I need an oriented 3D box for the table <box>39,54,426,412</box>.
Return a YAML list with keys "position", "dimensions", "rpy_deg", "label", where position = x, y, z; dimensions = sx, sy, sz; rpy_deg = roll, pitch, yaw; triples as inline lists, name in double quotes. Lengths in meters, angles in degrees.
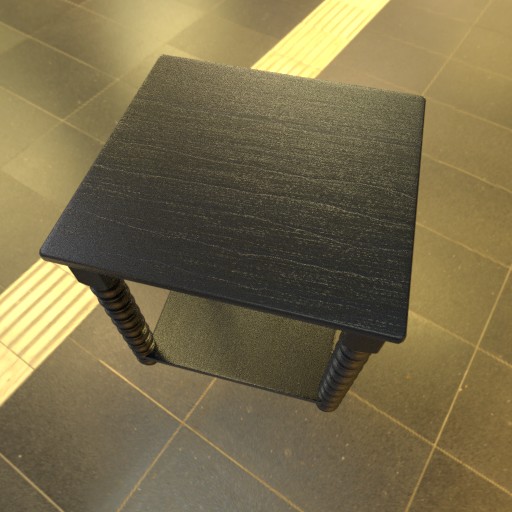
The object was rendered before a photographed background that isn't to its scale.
- position: [0.000, 0.000, 0.975]
  dimensions: [0.533, 0.567, 0.500]
  rpy_deg: [12, 59, 8]
  label: "table"
